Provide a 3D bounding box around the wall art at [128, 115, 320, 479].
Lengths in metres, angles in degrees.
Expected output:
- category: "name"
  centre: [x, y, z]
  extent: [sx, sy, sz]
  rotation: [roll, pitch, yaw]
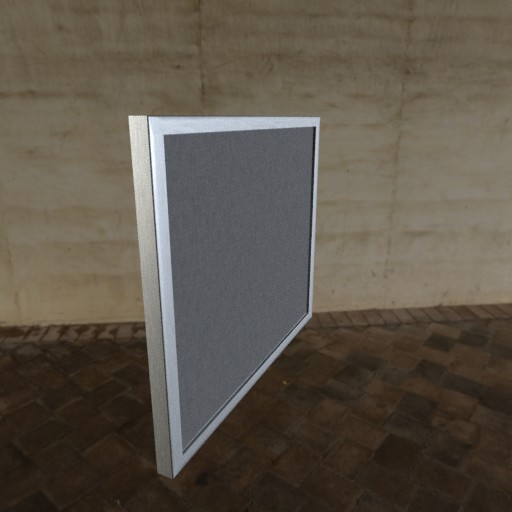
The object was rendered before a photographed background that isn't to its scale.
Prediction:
- category: "wall art"
  centre: [0.000, 0.000, 0.759]
  extent: [0.028, 0.457, 0.556]
  rotation: [8, 19, 25]
